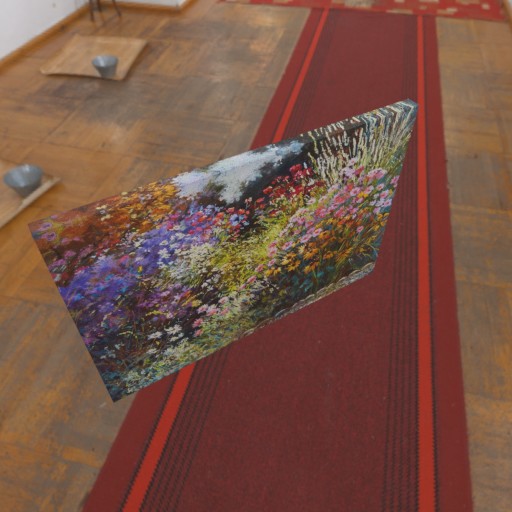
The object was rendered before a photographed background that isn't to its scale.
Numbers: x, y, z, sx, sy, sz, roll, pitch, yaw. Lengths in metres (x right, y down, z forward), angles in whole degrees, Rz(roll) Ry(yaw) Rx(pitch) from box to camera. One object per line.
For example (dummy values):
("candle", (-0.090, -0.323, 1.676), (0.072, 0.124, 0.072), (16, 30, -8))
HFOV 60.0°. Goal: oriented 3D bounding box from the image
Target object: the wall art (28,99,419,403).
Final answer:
("wall art", (0.000, 0.000, 1.141), (0.908, 0.604, 0.037), (-23, 50, -21))
